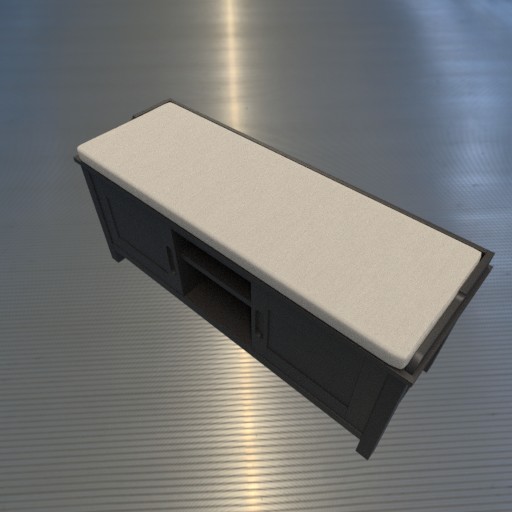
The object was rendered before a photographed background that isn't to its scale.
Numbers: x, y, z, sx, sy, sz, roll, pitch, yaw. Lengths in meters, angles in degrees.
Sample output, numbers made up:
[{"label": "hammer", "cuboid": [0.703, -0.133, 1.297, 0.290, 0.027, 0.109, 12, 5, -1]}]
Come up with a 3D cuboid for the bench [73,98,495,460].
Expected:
[{"label": "bench", "cuboid": [0.000, 0.000, 1.348, 1.140, 0.501, 0.398, 32, 54, 27]}]
